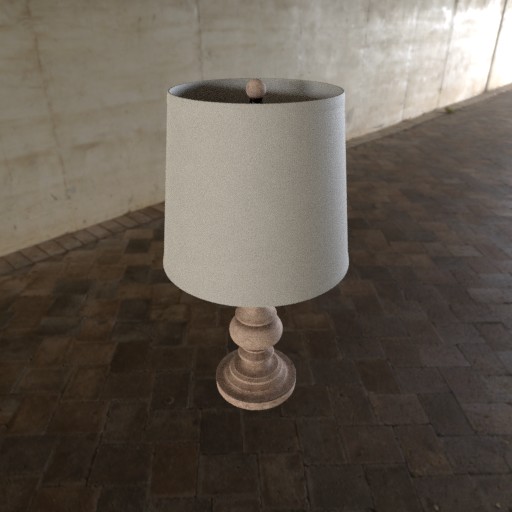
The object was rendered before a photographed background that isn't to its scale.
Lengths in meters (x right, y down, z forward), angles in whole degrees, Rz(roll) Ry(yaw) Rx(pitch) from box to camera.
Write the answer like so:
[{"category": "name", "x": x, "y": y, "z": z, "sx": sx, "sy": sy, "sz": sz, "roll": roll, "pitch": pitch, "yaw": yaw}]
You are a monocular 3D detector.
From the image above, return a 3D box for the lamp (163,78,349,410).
[{"category": "lamp", "x": 0.000, "y": 0.000, "z": 0.664, "sx": 0.273, "sy": 0.497, "sz": 0.273, "roll": 0, "pitch": 28, "yaw": 0}]
